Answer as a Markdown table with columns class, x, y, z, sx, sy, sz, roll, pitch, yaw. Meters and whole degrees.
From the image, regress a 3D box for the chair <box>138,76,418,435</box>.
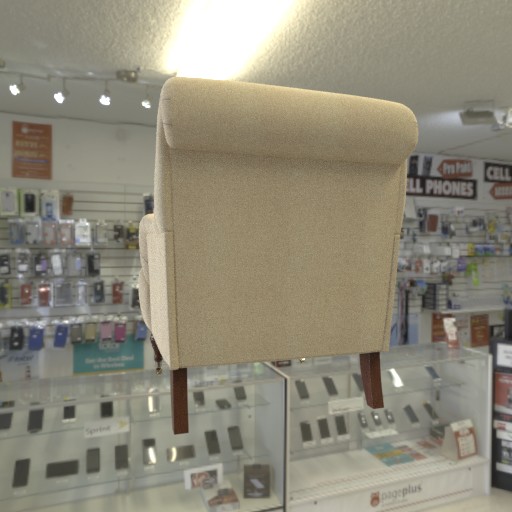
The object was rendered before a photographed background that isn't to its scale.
| class | x | y | z | sx | sy | sz | roll | pitch | yaw |
| --- | --- | --- | --- | --- | --- | --- | --- | --- | --- |
| chair | 0.000 | 0.000 | 1.556 | 0.766 | 0.944 | 0.842 | 0 | 1 | -18 |
